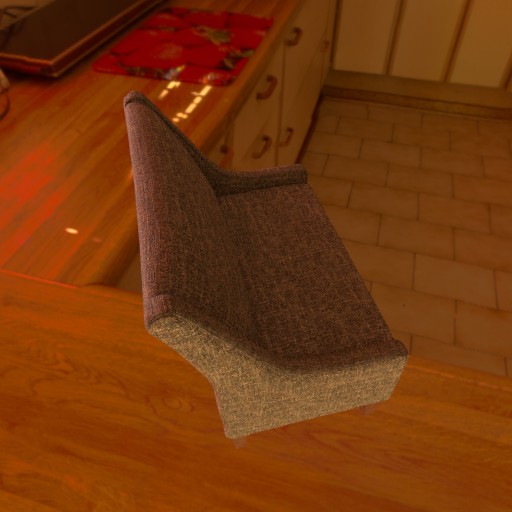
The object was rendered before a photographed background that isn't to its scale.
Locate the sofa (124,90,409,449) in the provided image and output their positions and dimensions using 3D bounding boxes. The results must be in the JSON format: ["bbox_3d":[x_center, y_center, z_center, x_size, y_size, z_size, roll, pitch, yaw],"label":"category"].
[{"bbox_3d":[0.000,0.000,1.905,0.870,1.021,1.242,-10,47,-10],"label":"sofa"}]
